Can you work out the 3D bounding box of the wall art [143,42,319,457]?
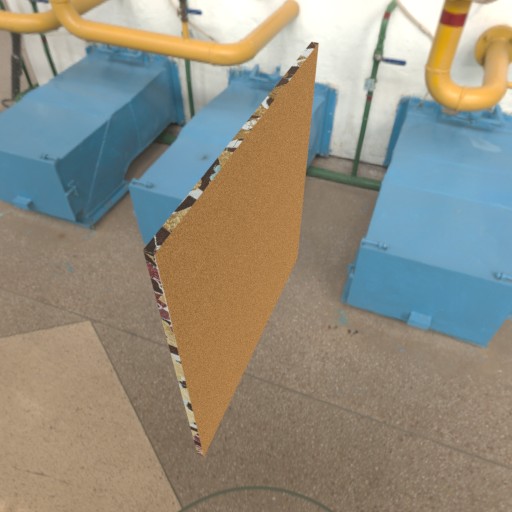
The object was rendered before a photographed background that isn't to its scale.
[{"bbox_3d":[0.000,0.000,0.591,0.010,0.406,0.404,17,49,15],"label":"wall art"}]
